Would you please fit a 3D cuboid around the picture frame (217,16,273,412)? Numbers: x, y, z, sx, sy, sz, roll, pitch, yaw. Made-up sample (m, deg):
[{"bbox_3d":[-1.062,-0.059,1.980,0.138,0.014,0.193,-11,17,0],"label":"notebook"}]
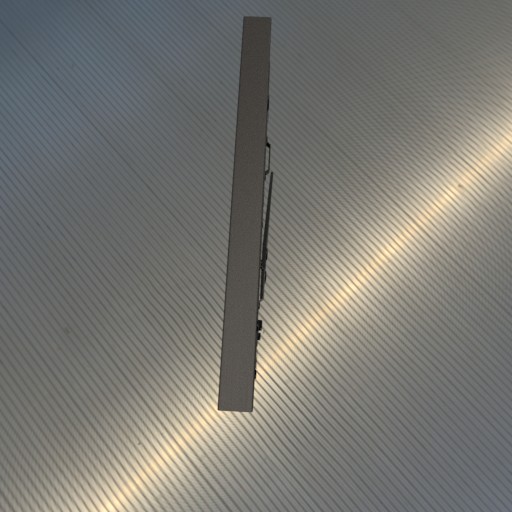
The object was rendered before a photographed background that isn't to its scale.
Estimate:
[{"bbox_3d":[0.000,0.000,0.510,0.036,0.383,0.307,3,76,1],"label":"picture frame"}]
